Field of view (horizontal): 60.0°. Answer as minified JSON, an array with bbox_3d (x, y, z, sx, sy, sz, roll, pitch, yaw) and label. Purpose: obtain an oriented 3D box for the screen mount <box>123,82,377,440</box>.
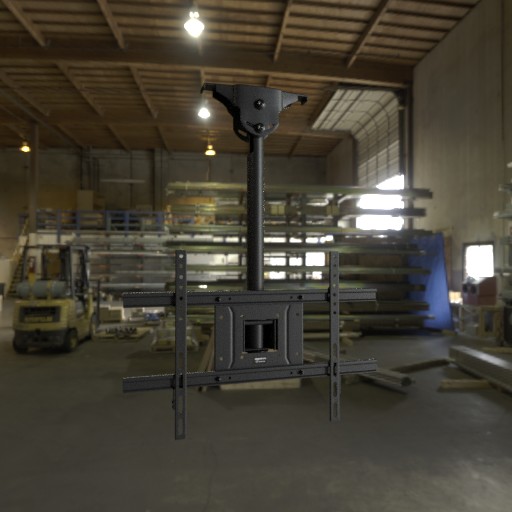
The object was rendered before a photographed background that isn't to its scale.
[{"bbox_3d":[0.000,0.000,1.036,0.595,0.775,0.090,0,-1,-18],"label":"screen mount"}]
